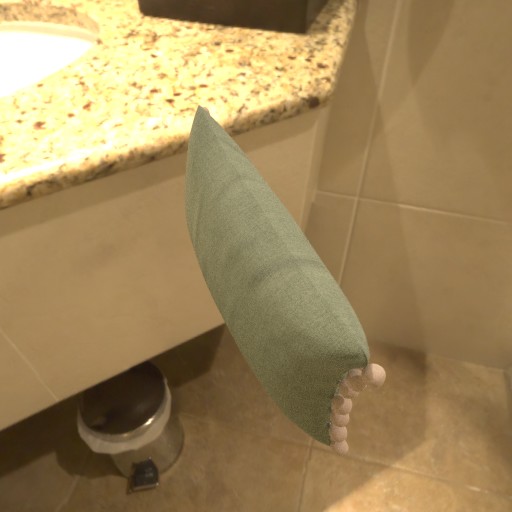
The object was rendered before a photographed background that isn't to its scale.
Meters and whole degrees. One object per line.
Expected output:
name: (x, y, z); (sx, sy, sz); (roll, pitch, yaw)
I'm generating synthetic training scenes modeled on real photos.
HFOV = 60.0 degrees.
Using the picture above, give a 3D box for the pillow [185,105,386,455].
pillow: (0.000, 0.000, 0.838); (0.201, 0.322, 0.709); (-17, 50, -15)
